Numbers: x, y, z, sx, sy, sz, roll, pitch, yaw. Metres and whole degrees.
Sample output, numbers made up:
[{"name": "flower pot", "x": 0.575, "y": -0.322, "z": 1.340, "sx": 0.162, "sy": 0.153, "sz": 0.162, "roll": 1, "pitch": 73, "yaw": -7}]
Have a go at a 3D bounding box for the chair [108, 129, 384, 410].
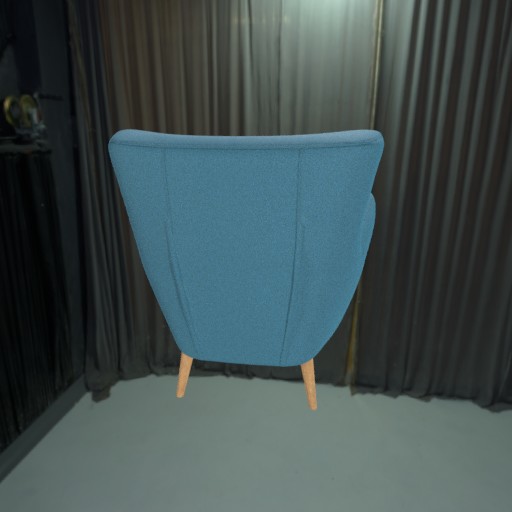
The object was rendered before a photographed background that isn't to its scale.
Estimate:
[{"name": "chair", "x": 0.000, "y": 0.000, "z": 1.614, "sx": 0.890, "sy": 0.889, "sz": 0.889, "roll": 2, "pitch": 17, "yaw": 8}]
